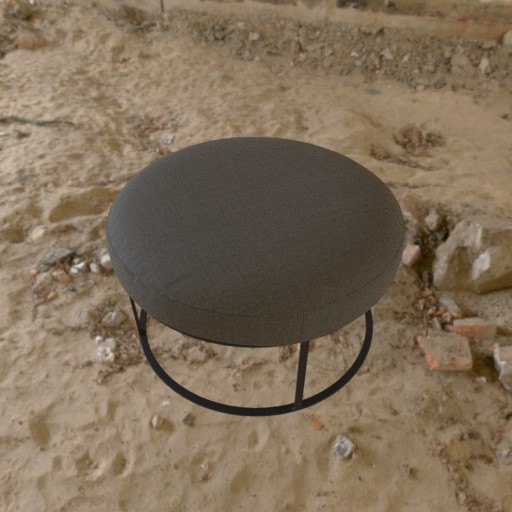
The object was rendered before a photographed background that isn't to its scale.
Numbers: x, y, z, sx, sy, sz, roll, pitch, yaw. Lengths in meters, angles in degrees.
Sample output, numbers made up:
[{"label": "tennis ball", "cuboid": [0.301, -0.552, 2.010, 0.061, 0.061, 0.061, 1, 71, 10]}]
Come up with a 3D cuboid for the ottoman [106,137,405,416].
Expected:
[{"label": "ottoman", "cuboid": [0.000, 0.000, 1.265, 0.772, 0.460, 0.772, 0, 40, 0]}]
